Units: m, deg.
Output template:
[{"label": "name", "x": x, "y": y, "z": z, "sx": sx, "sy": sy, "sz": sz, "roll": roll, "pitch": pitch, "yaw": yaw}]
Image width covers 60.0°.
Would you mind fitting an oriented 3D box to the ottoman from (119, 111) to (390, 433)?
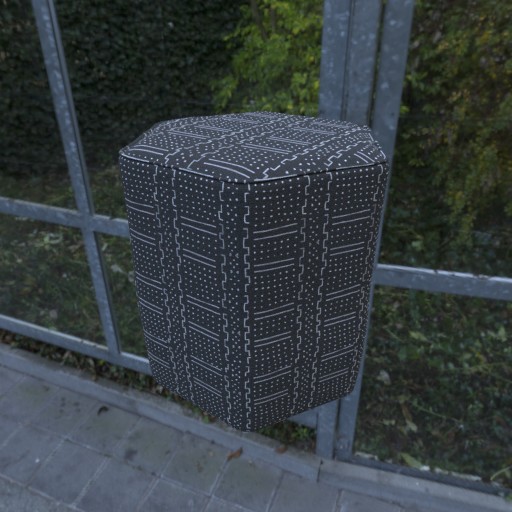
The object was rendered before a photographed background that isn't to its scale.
[{"label": "ottoman", "x": 0.000, "y": 0.000, "z": 0.909, "sx": 0.494, "sy": 0.502, "sz": 0.443, "roll": 18, "pitch": 33, "yaw": 30}]
